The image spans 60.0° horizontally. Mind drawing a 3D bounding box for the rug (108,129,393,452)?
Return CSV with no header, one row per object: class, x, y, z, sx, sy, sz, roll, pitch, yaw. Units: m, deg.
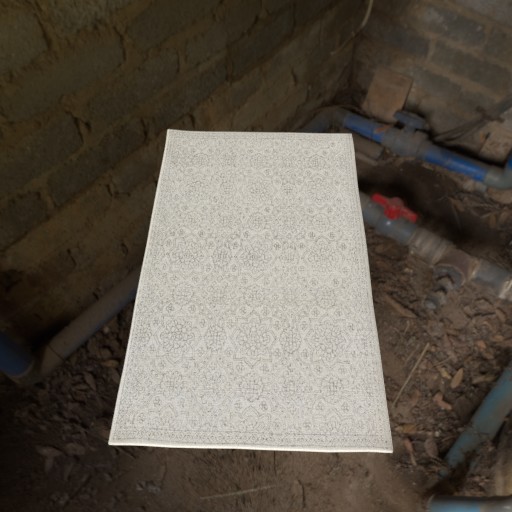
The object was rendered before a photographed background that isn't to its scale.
rug,0.000,0.000,2.400,1.214,0.023,1.947,1,58,1
